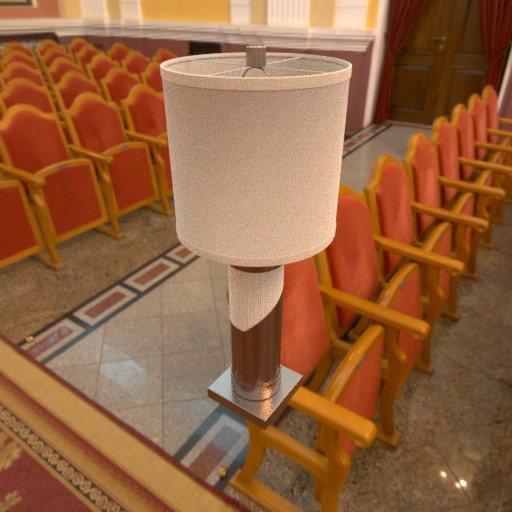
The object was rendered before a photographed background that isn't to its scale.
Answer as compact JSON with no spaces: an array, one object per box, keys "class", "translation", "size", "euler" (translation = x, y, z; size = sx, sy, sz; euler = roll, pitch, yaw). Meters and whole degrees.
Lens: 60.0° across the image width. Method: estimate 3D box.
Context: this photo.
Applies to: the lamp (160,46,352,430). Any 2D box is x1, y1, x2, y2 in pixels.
[{"class":"lamp","translation":[0.000,0.000,0.594],"size":[0.202,0.509,0.202],"euler":[20,36,30]}]
